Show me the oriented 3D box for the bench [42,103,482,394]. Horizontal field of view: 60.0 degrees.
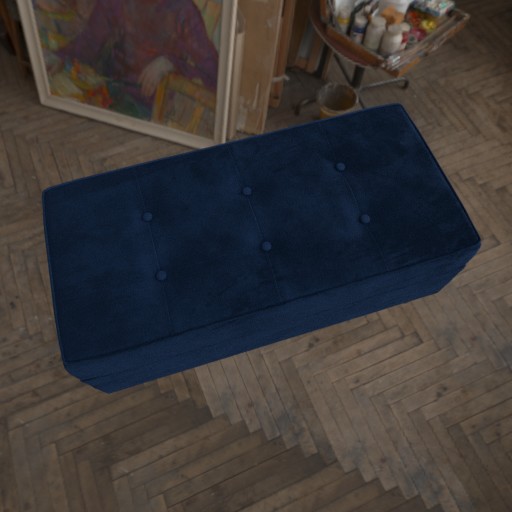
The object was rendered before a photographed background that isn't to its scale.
[{"bbox_3d":[0.000,0.000,1.280,1.010,0.467,0.489,-16,66,-7],"label":"bench"}]
